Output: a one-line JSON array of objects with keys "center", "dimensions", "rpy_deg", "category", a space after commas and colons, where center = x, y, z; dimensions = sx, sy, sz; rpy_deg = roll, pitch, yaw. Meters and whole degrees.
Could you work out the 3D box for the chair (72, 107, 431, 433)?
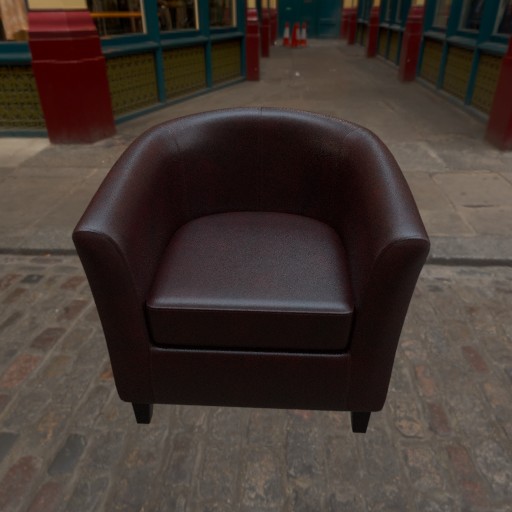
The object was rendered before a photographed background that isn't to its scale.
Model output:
[{"center": [0.000, 0.000, 1.364], "dimensions": [0.792, 0.756, 0.727], "rpy_deg": [1, 30, 3], "category": "chair"}]
